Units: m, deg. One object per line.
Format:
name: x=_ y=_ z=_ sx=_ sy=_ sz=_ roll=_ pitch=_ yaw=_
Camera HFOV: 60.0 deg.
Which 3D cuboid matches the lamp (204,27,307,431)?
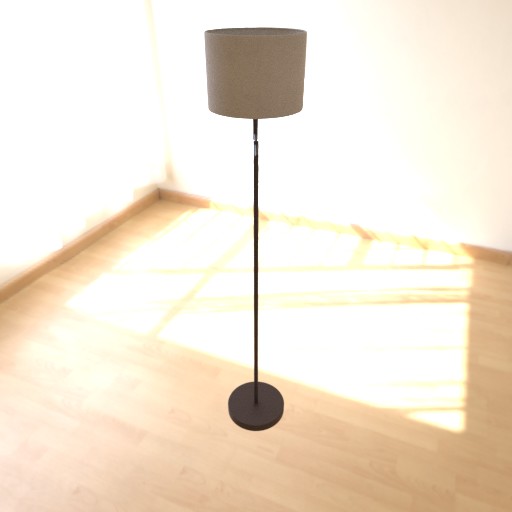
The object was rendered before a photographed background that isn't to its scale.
lamp: x=0.000 y=0.000 z=1.769 sx=0.324 sy=1.600 sz=0.416 roll=-1 pitch=31 yaw=-1
